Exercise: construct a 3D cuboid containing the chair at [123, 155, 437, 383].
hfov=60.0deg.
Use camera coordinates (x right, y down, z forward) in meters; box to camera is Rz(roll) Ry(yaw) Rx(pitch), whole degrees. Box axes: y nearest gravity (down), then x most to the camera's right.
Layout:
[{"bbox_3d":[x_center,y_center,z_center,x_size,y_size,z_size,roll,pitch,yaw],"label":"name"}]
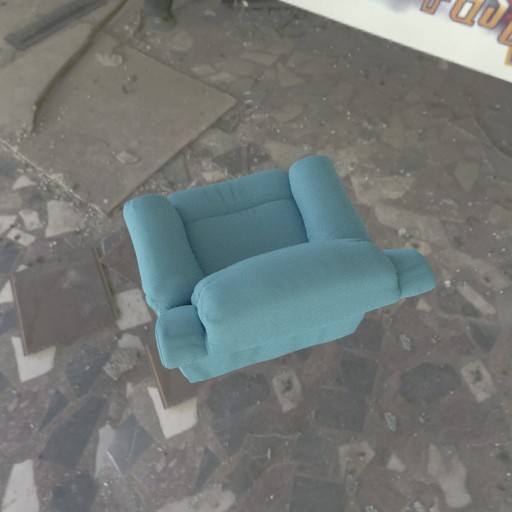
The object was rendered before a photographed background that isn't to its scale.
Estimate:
[{"bbox_3d":[0.000,0.000,1.284,0.680,0.702,0.709,-15,59,-9],"label":"chair"}]
